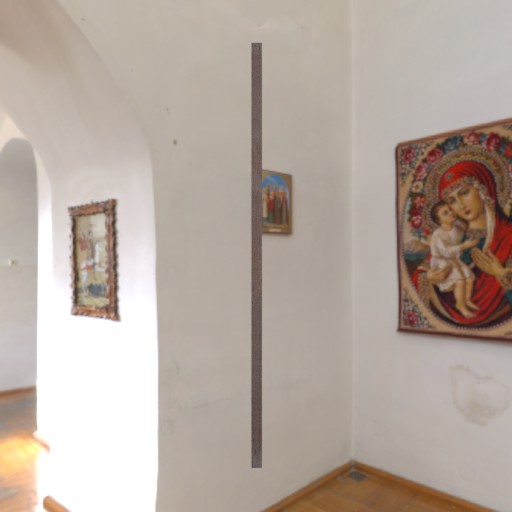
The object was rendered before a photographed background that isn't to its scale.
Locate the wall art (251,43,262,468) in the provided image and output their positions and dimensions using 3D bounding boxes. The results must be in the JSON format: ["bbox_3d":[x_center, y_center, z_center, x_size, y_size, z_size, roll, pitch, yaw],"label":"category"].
[{"bbox_3d":[0.000,0.000,1.313,0.019,0.774,1.012,0,0,0],"label":"wall art"}]
